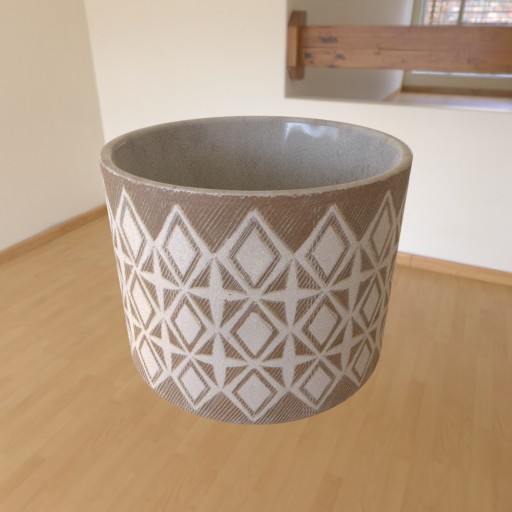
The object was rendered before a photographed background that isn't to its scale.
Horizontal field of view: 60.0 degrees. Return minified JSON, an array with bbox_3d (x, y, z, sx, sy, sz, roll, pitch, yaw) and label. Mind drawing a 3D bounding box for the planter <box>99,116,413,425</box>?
[{"bbox_3d":[0.000,0.000,0.323,0.193,0.165,0.193,0,28,0],"label":"planter"}]
